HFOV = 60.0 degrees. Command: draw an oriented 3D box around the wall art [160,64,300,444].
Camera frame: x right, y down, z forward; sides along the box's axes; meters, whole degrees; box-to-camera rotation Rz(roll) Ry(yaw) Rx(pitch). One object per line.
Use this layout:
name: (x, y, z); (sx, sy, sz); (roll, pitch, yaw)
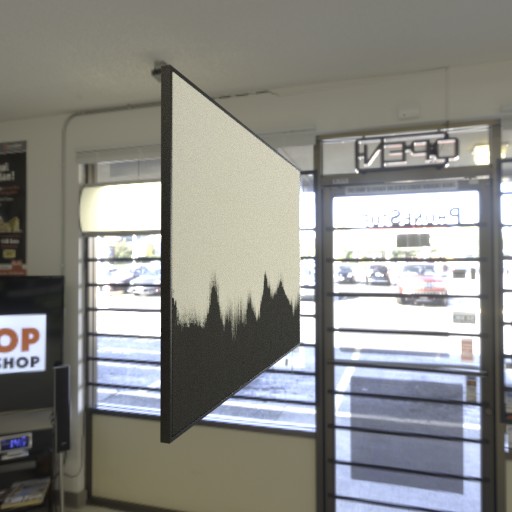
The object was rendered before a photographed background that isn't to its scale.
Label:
wall art: (0.000, 0.000, 1.226); (0.019, 0.660, 0.957); (0, -1, 19)
